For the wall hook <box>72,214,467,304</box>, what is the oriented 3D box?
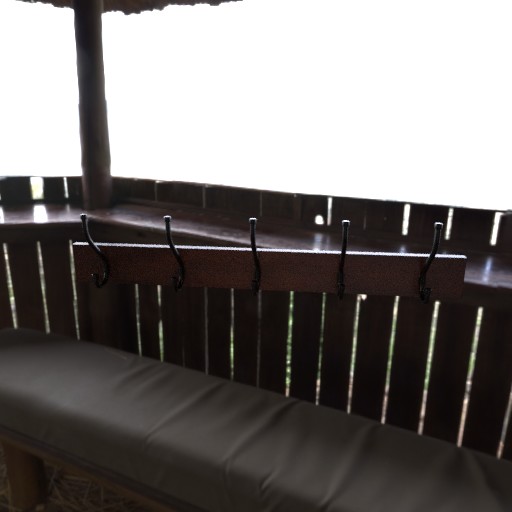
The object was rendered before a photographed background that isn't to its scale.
[{"bbox_3d":[0.000,0.000,0.618,0.571,0.117,0.071,2,16,7],"label":"wall hook"}]
